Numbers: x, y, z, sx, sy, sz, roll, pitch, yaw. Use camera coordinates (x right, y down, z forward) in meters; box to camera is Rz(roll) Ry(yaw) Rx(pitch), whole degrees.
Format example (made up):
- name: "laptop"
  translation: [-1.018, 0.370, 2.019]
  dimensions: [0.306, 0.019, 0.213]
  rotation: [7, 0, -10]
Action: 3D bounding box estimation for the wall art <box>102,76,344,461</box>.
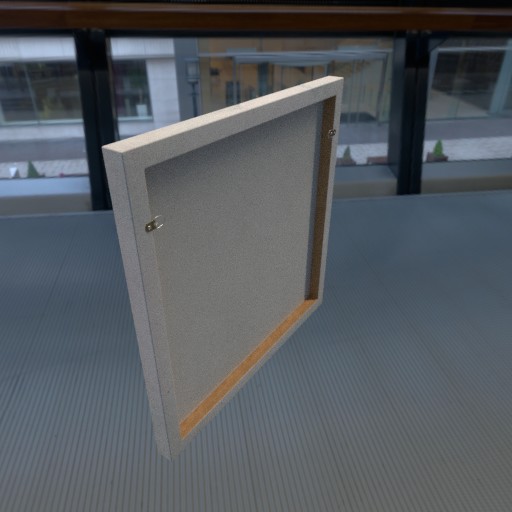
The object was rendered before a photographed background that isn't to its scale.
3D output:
- name: "wall art"
  translation: [0.000, 0.000, 0.913]
  dimensions: [0.040, 0.612, 0.612]
  rotation: [20, 37, 29]
